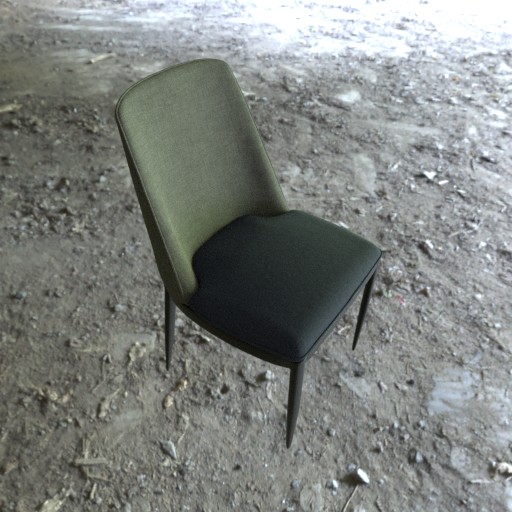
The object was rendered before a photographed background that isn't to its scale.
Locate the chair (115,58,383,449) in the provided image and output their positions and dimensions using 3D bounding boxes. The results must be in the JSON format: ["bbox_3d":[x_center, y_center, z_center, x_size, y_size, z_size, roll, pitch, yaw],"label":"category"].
[{"bbox_3d":[0.000,0.000,1.169,0.550,0.855,0.488,25,47,26],"label":"chair"}]
